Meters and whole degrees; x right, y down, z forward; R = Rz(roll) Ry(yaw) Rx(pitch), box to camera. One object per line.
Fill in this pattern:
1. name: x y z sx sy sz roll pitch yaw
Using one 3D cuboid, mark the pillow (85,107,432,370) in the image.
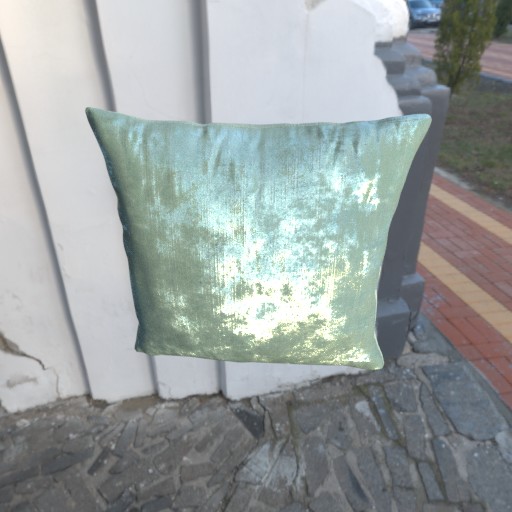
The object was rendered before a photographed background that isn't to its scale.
1. pillow: 0.000 0.000 0.716 0.470 0.464 0.175 2 31 3
